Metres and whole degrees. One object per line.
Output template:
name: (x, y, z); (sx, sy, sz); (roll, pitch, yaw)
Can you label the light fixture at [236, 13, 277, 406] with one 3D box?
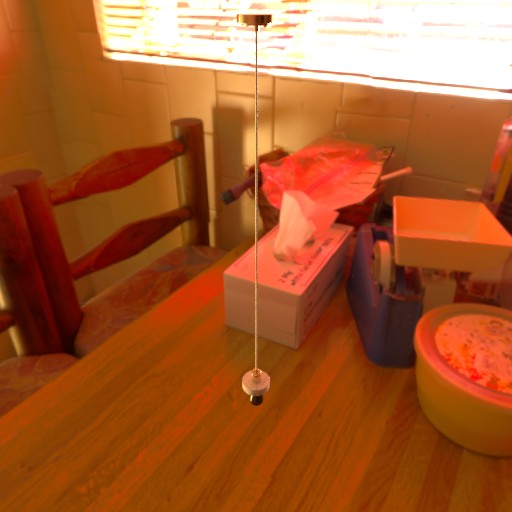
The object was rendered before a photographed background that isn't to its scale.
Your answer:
light fixture: (0.000, 0.000, 1.741); (0.129, 1.669, 0.129); (1, 30, 2)
